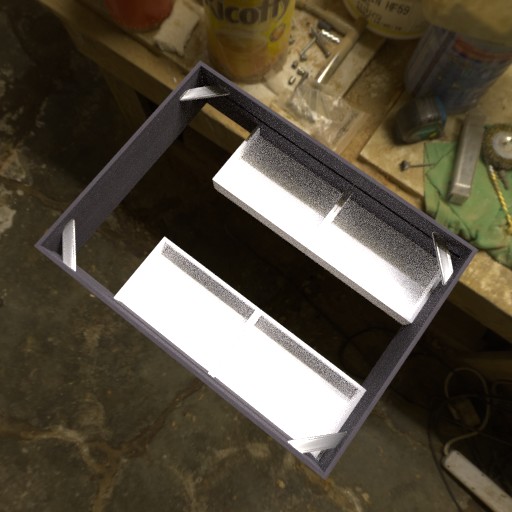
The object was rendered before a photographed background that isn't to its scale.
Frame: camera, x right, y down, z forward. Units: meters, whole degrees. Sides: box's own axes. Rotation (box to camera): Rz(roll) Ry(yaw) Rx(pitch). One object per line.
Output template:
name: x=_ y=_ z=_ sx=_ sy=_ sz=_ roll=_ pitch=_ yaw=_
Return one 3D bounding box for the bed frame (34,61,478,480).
bed frame: x=0.000 y=0.000 z=2.608 sx=1.944 sy=0.459 sz=1.448 roll=37 pitch=80 yaw=8
